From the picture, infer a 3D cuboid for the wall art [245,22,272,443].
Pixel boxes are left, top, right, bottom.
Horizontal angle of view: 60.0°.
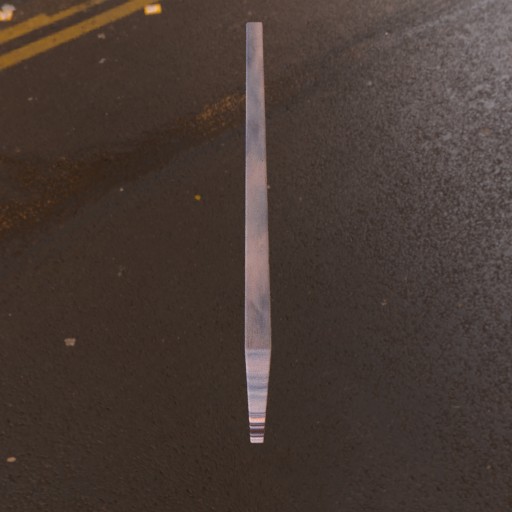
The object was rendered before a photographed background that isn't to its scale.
[{"bbox_3d":[0.000,0.000,1.094,0.035,0.747,0.747,0,58,0],"label":"wall art"}]
